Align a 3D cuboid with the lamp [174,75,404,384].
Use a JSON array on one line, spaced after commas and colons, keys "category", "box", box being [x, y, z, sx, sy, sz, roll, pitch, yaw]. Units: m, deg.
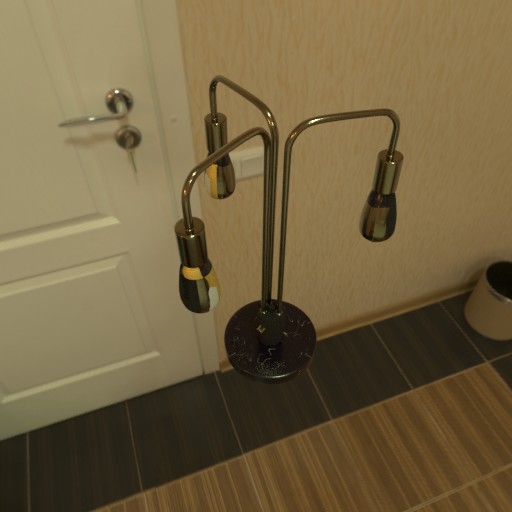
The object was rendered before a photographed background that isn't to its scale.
[{"category": "lamp", "box": [0.000, 0.000, 0.804, 0.355, 0.560, 0.368, 32, 55, 26]}]
